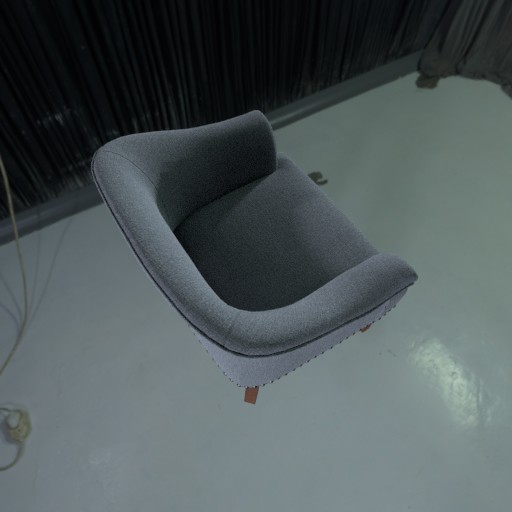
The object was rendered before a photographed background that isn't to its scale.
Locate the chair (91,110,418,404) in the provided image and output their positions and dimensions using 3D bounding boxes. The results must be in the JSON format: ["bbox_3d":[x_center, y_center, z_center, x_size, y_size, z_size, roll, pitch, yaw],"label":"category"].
[{"bbox_3d":[0.000,0.000,1.429,0.704,0.815,0.798,-29,63,-17],"label":"chair"}]
